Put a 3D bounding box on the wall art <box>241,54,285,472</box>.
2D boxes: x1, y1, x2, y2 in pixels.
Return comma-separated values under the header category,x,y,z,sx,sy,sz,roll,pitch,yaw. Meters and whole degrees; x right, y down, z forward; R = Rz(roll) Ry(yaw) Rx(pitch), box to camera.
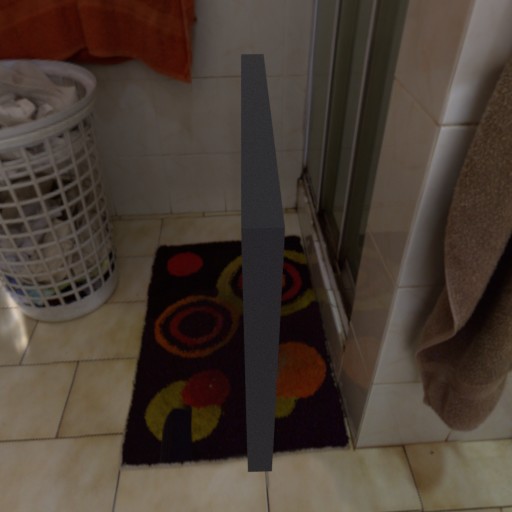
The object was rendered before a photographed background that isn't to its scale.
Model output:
category,x,y,z,sx,sy,sz,roll,pitch,yaw
wall art,0.000,0.000,0.763,0.040,0.509,0.509,-1,41,-1
